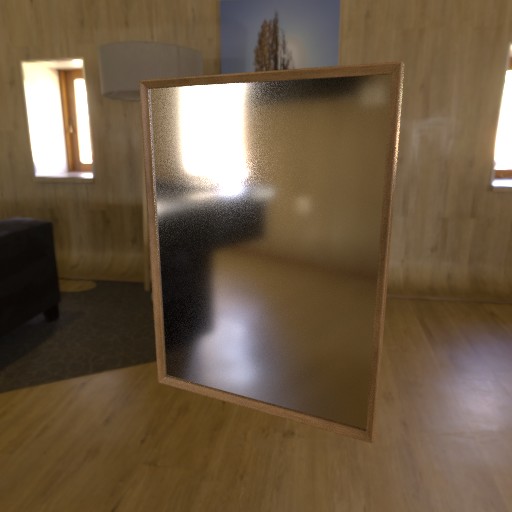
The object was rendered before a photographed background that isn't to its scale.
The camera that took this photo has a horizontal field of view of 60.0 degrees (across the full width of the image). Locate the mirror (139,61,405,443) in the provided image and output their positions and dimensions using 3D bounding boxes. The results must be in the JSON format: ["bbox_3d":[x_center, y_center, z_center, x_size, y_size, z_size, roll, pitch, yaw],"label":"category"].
[{"bbox_3d":[0.000,0.000,1.318,0.762,1.016,0.041,7,16,25],"label":"mirror"}]
